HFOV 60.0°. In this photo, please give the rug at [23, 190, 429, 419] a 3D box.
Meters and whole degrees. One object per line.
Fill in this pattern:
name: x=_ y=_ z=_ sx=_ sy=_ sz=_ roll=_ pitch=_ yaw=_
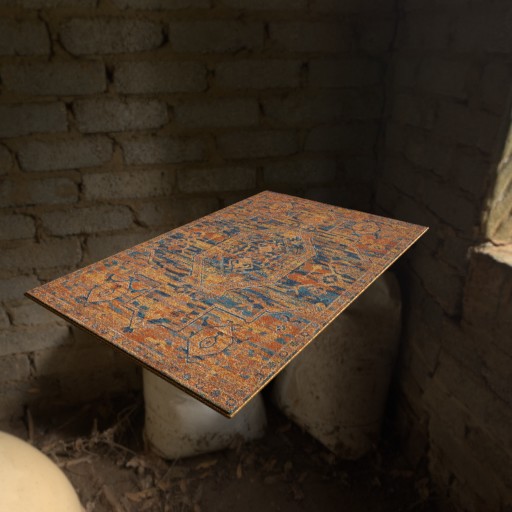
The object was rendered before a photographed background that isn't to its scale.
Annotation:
rug: x=0.000 y=0.000 z=1.075 sx=0.557 sy=0.008 sz=0.863 roll=18 pitch=32 yaw=33
